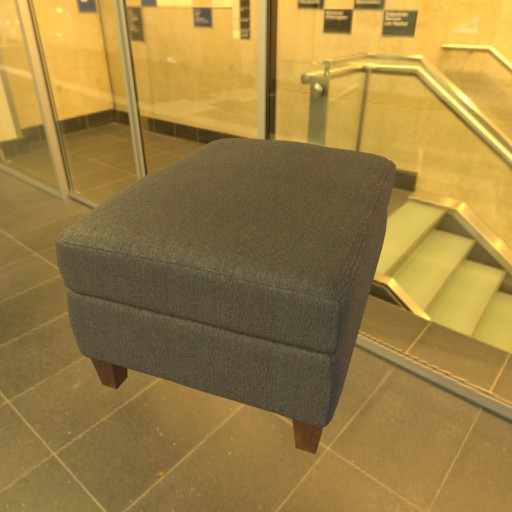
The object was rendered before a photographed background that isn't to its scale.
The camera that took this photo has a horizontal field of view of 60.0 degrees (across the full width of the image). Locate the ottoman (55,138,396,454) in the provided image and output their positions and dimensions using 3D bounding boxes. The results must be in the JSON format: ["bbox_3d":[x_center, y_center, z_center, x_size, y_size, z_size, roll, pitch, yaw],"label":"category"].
[{"bbox_3d":[0.000,0.000,1.231,0.639,0.496,0.826,11,32,18],"label":"ottoman"}]
